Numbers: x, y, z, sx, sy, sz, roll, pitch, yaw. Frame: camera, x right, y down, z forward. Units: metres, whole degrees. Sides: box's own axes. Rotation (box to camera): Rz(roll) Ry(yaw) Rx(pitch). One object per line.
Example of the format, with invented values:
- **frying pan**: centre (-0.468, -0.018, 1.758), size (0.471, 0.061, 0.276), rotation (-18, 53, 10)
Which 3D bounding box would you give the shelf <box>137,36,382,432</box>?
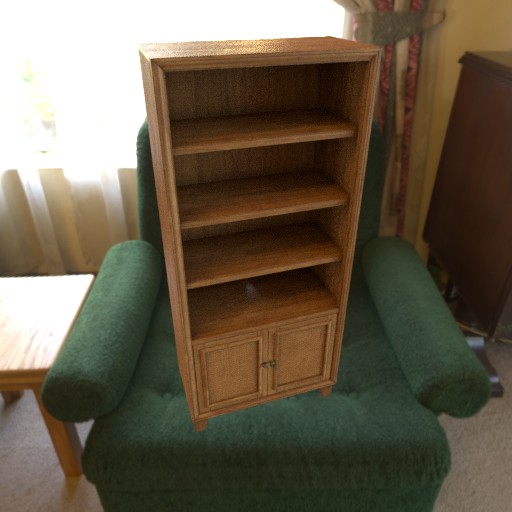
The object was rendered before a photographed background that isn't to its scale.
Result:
- **shelf**: centre (0.000, 0.000, 2.235), size (0.864, 1.930, 0.453), rotation (-10, 33, -16)
